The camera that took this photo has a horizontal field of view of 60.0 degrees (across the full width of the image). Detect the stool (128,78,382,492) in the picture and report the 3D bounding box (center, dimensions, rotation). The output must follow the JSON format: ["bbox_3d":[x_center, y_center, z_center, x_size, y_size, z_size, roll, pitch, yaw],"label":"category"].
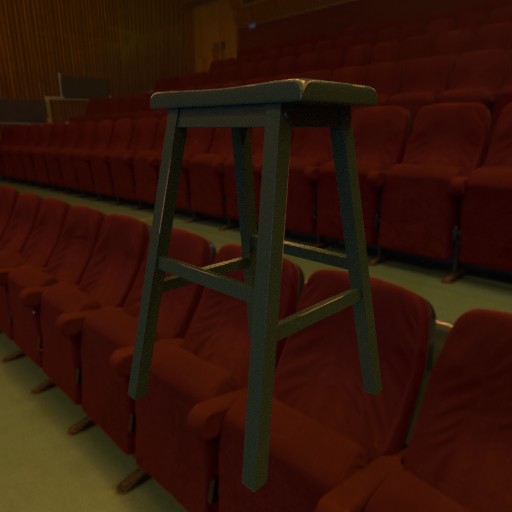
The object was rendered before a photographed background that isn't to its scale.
[{"bbox_3d":[0.000,0.000,1.047,0.457,0.737,0.476,15,22,42],"label":"stool"}]
